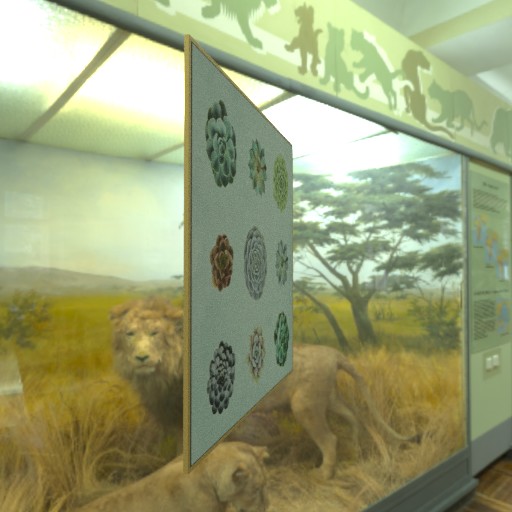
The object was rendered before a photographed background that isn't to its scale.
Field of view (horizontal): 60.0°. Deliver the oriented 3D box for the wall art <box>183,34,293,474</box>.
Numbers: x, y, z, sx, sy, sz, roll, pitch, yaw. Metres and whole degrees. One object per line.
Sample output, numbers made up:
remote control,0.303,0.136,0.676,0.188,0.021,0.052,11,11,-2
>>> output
wall art,0.000,0.000,1.422,0.013,0.959,0.962,0,-1,18
